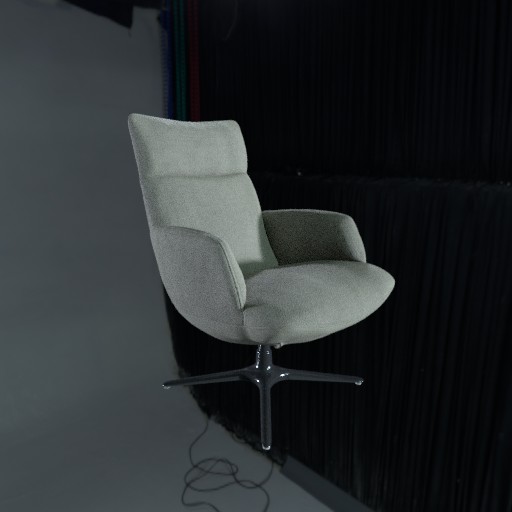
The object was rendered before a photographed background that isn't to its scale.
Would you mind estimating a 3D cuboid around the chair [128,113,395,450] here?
[{"bbox_3d":[0.000,0.000,1.632,0.889,1.016,0.711,12,18,42],"label":"chair"}]
